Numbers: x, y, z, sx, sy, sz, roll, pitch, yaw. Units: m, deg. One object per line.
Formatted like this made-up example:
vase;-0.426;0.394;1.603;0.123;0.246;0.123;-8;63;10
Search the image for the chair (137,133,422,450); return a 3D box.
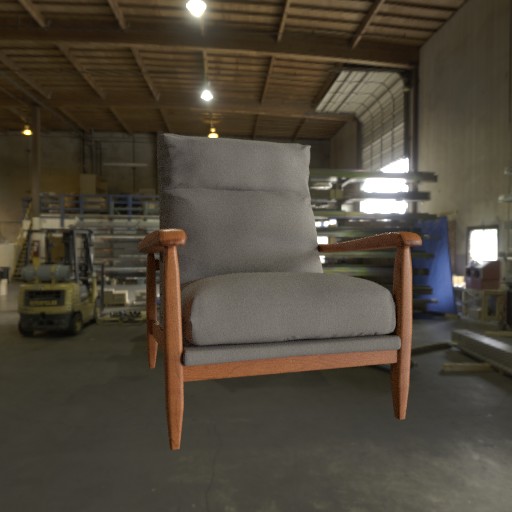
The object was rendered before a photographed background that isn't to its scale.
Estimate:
chair;0.000;0.000;1.516;0.782;0.922;0.816;0;1;-17
